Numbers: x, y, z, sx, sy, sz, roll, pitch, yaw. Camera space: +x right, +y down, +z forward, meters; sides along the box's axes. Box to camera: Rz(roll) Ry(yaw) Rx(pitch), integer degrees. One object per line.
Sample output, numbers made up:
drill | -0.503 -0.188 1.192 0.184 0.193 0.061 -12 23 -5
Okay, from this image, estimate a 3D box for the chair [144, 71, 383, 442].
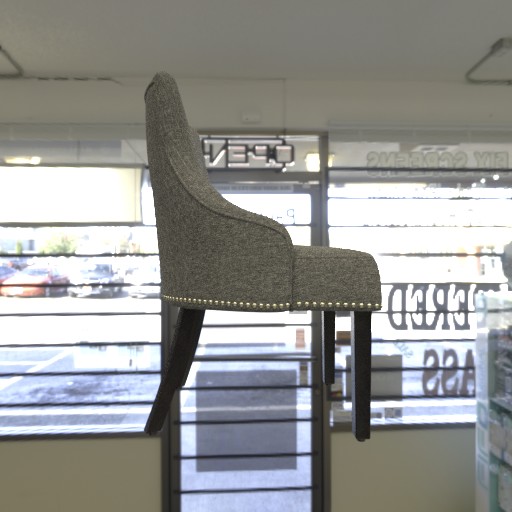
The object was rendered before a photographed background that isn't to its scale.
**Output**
chair | 0.000 0.000 1.327 0.629 0.909 0.566 0 0 0
